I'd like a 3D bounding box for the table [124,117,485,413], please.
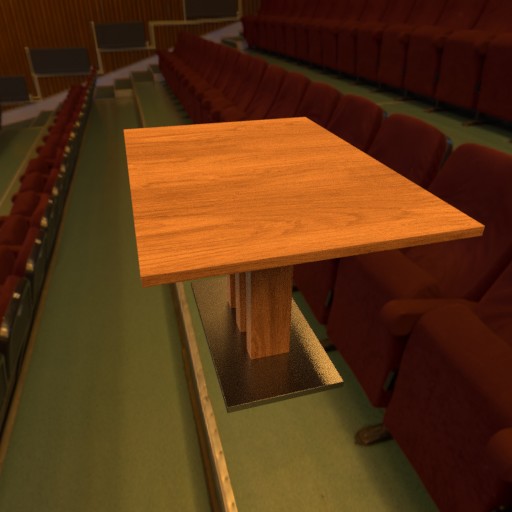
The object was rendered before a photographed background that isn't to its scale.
[{"bbox_3d":[0.000,0.000,1.810,0.900,0.770,1.300,-8,31,-14],"label":"table"}]
